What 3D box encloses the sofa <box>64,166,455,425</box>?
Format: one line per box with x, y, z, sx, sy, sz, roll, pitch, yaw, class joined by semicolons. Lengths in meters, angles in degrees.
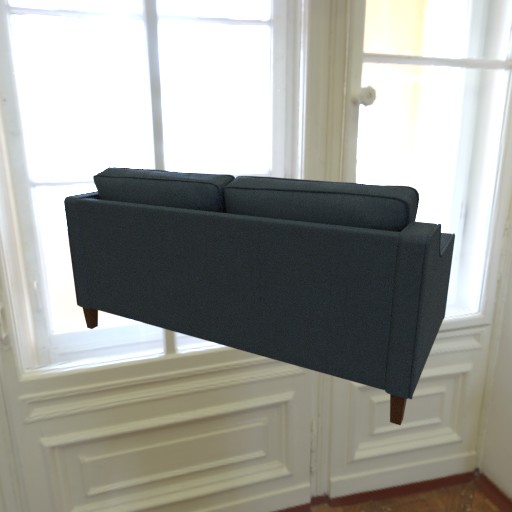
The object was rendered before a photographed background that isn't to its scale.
0.000;0.000;2.792;2.178;1.071;1.066;9;18;28;sofa
